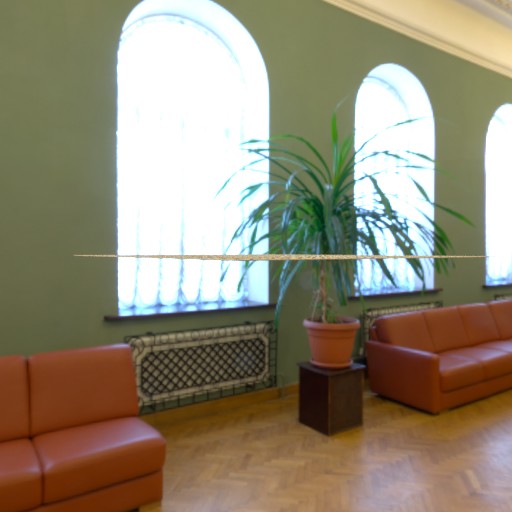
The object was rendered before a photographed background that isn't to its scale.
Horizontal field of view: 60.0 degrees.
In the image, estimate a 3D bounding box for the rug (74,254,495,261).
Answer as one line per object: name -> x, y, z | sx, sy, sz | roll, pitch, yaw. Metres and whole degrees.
rug -> 0.000, 0.000, 4.003 | 2.421, 0.008, 3.045 | 0, 1, -35
